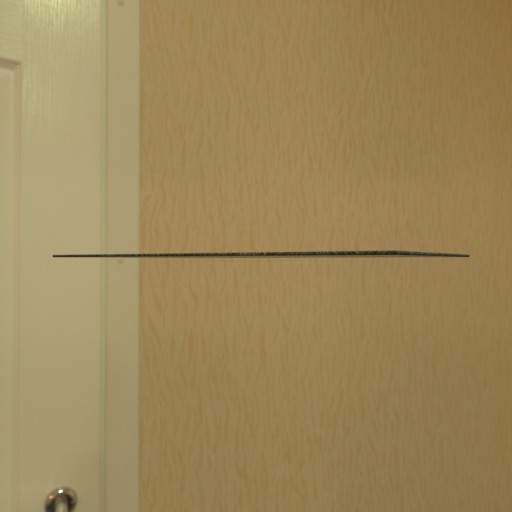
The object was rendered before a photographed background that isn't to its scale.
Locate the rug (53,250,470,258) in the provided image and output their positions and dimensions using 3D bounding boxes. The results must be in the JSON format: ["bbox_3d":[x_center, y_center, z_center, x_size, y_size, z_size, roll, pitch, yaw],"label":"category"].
[{"bbox_3d":[0.000,0.000,2.925,2.330,0.017,1.478,0,-1,35],"label":"rug"}]
